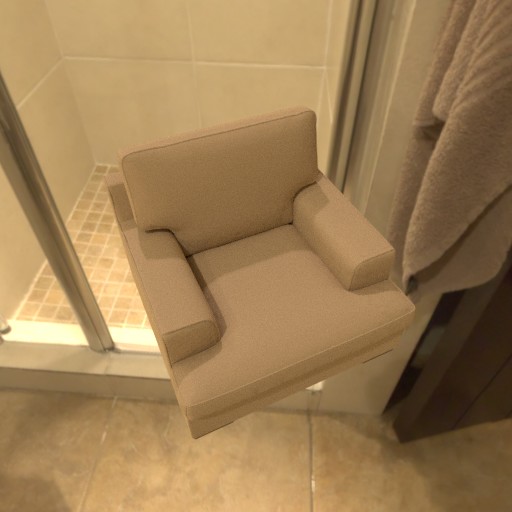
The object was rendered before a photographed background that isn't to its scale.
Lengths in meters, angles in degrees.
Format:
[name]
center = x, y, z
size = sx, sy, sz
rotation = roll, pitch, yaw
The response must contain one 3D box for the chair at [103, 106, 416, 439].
[chair]
center = 0.000, 0.000, 2.198
size = 1.293, 1.005, 1.274
rotation = -25, 51, -22
